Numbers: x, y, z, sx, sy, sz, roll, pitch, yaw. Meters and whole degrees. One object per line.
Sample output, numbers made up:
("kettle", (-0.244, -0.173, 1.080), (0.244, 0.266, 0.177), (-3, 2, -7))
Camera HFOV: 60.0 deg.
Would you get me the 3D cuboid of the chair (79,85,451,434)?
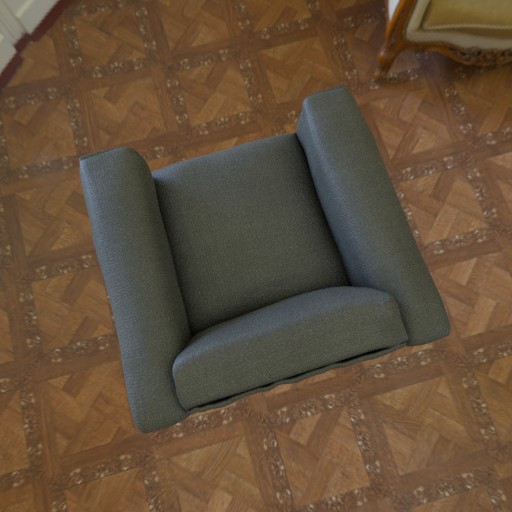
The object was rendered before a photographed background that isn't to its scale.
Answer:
("chair", (0.000, 0.000, 1.697), (1.056, 0.646, 0.969), (-17, 77, -4))
